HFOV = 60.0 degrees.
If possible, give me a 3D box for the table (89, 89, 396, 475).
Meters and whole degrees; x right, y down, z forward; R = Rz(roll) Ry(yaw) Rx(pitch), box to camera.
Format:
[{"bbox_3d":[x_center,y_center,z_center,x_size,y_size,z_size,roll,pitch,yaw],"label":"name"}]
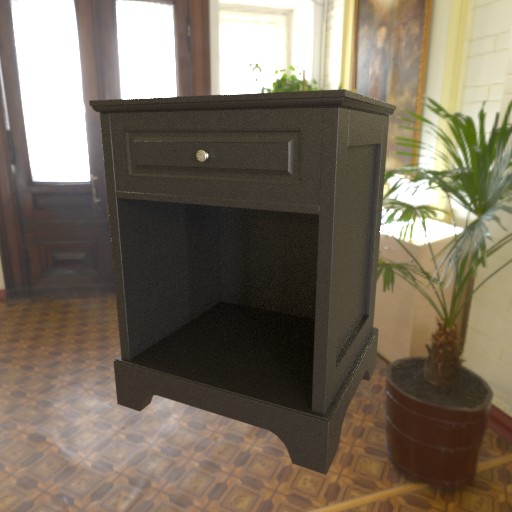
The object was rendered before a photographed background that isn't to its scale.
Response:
[{"bbox_3d":[0.000,0.000,0.934,0.460,0.610,0.399,7,17,25],"label":"table"}]
